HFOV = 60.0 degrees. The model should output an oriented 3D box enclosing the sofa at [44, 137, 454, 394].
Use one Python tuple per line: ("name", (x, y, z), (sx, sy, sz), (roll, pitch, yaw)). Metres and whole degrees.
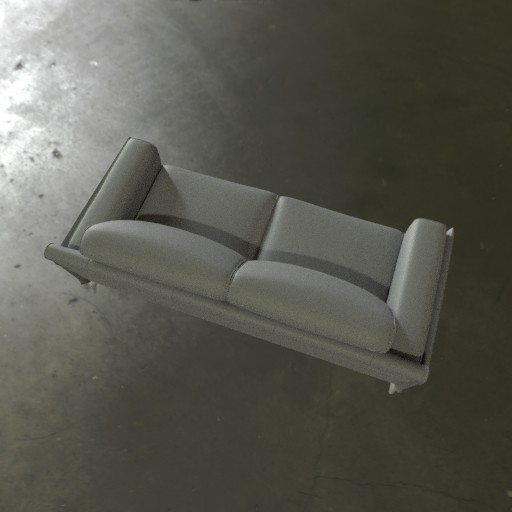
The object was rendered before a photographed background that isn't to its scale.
("sofa", (0.000, 0.000, 2.591), (2.100, 0.900, 0.969), (17, 65, 8))
